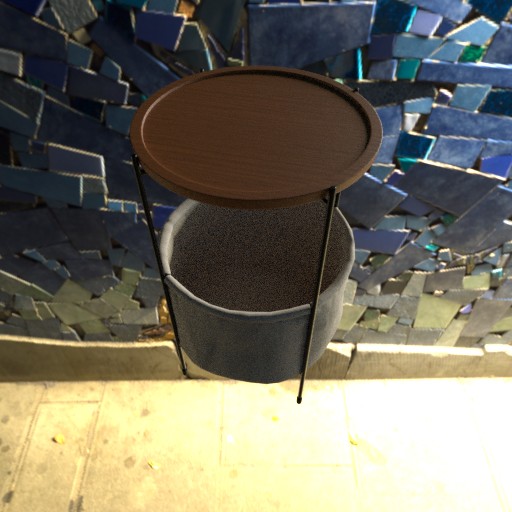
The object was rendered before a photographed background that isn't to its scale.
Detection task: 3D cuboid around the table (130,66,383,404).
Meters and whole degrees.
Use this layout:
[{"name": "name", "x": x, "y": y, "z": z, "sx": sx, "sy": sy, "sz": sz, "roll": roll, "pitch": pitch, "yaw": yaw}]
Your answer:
[{"name": "table", "x": 0.000, "y": 0.000, "z": 0.913, "sx": 0.393, "sy": 0.623, "sz": 0.393, "roll": 11, "pitch": 48, "yaw": 10}]
